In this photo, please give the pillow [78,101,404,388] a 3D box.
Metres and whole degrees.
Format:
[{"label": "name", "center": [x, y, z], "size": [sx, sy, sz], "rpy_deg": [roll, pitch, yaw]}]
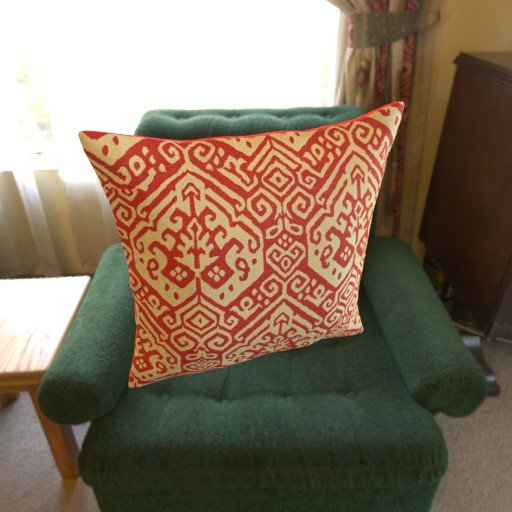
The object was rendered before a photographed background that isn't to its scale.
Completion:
[{"label": "pillow", "center": [0.000, 0.000, 0.805], "size": [0.522, 0.507, 0.192], "rpy_deg": [-10, 33, -16]}]
